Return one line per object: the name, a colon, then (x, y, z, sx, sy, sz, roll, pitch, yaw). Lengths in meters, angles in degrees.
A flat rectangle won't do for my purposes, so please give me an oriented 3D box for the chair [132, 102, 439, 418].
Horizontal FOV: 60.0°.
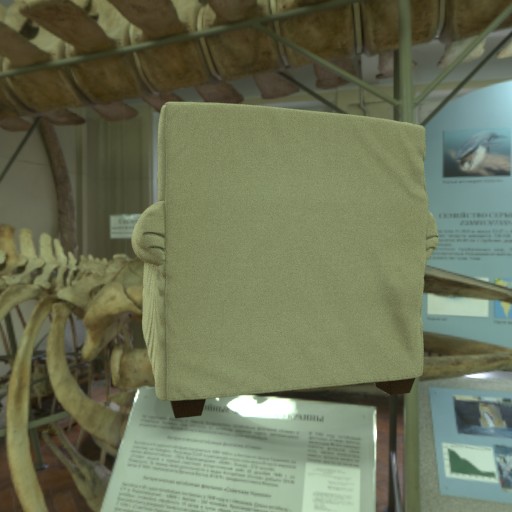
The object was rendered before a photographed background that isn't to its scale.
chair: (0.000, 0.000, 1.743, 0.940, 0.866, 1.066, 0, 1, -17)
